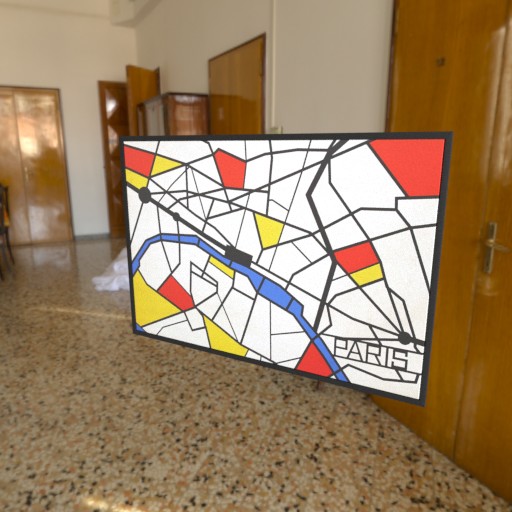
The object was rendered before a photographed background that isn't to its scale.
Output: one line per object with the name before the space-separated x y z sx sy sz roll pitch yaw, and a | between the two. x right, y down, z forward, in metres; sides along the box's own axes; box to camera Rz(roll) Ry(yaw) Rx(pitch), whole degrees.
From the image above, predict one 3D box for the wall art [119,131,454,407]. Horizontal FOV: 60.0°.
wall art | 0.000 0.000 0.865 0.664 0.458 0.013 7 16 27
